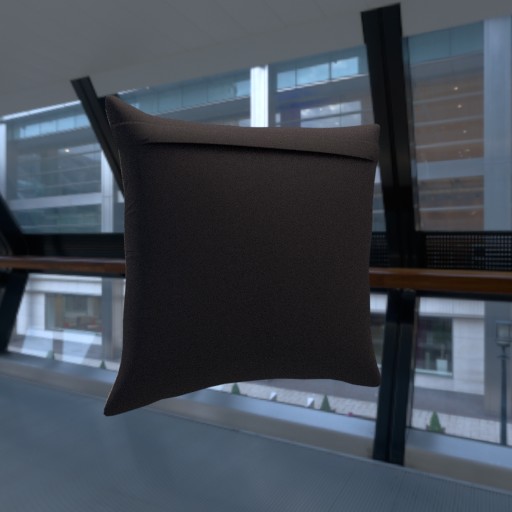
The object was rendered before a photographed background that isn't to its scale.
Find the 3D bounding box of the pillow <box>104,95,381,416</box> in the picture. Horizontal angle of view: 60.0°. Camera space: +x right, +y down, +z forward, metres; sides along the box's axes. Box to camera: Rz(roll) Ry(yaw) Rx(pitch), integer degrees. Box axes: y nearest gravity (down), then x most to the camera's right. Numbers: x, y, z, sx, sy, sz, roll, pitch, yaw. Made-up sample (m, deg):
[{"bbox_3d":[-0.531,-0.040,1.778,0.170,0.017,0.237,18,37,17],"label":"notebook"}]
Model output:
[{"bbox_3d":[0.000,0.000,0.623,0.405,0.406,0.173,0,0,-18],"label":"pillow"}]
